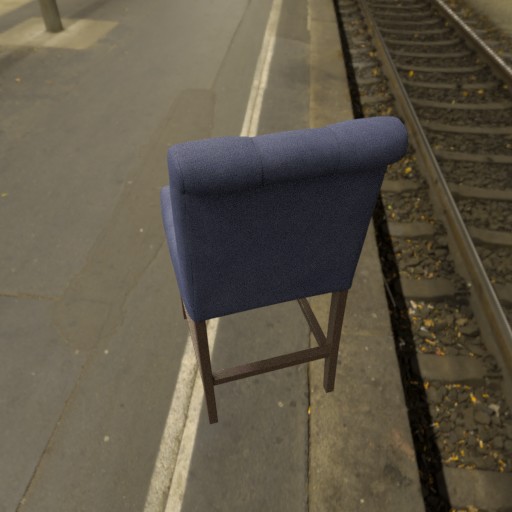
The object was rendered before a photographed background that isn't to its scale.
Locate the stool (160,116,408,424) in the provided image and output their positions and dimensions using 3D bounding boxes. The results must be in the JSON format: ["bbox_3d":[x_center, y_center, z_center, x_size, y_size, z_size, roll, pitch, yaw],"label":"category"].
[{"bbox_3d":[0.000,0.000,1.322,0.493,1.010,0.601,-11,42,-12],"label":"stool"}]
